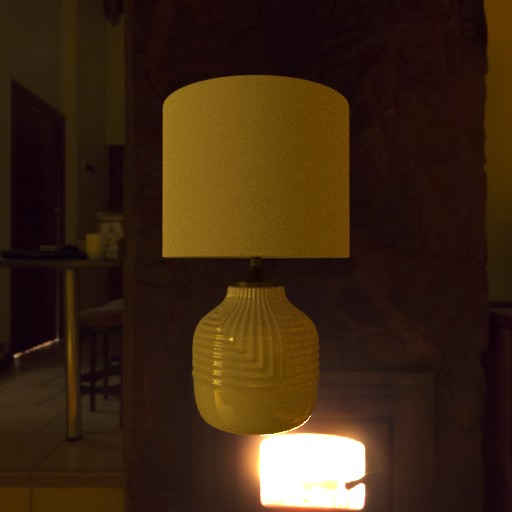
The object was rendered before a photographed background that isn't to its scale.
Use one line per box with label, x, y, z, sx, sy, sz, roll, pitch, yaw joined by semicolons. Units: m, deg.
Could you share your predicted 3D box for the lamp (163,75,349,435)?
lamp;0.000;0.000;0.770;0.318;0.567;0.318;0;-1;0
